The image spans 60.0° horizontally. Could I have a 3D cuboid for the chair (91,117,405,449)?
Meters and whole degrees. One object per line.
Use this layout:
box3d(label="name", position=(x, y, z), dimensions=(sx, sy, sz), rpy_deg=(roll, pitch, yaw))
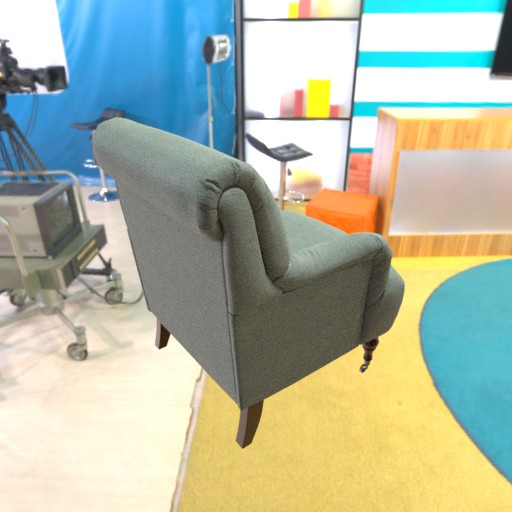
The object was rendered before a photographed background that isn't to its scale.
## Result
box3d(label="chair", position=(0.000, 0.000, 1.994), dimensions=(1.060, 1.178, 0.964), rpy_deg=(-18, 32, -32))
